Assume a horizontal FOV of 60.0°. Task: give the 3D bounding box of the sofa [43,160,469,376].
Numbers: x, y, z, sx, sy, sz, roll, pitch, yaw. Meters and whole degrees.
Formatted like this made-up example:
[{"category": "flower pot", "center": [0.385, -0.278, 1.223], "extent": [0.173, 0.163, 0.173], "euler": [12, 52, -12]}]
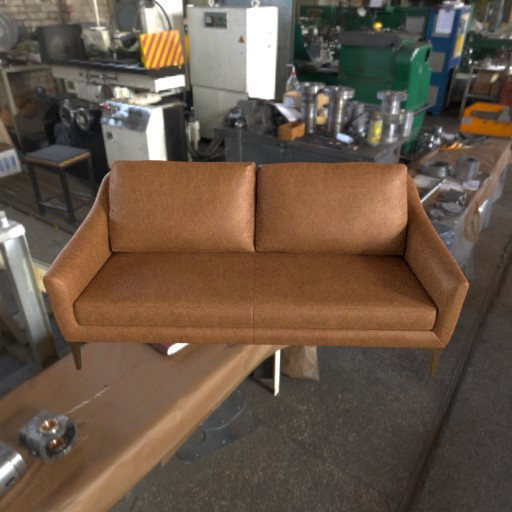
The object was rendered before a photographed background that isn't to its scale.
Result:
[{"category": "sofa", "center": [0.000, 0.000, 2.558], "extent": [2.036, 0.945, 0.981], "euler": [1, 30, 1]}]
